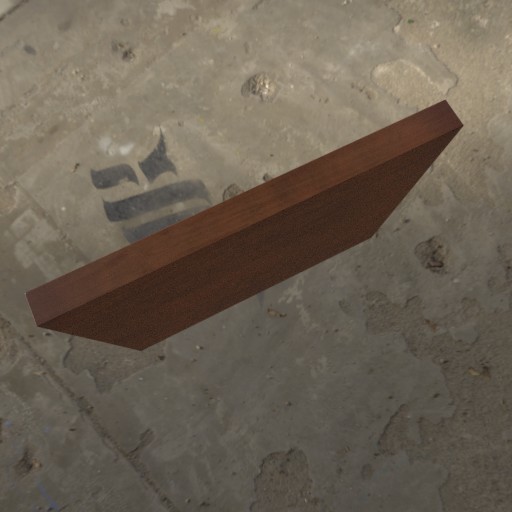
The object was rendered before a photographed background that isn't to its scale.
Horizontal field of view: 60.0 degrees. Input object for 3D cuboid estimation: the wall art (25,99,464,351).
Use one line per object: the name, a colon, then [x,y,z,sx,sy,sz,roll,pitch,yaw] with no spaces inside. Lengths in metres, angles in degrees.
wall art: [0.000,0.000,0.534,0.401,0.328,0.030,-26,76,-7]
